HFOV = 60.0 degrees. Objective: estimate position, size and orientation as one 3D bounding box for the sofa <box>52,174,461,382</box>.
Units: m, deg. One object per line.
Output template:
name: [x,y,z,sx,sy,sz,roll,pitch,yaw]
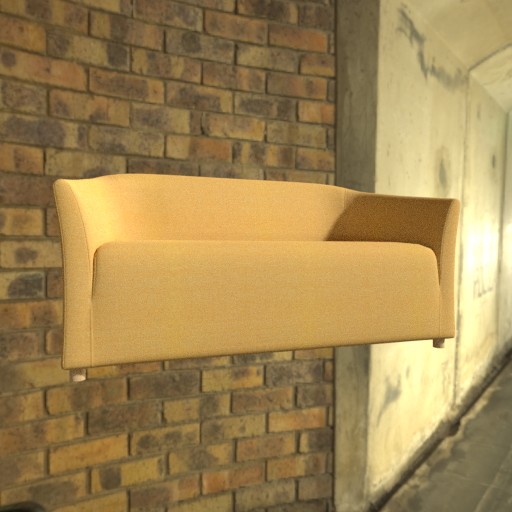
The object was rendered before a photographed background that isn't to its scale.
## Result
sofa: [0.000,0.000,1.804,1.452,0.721,0.705,0,1,-19]
